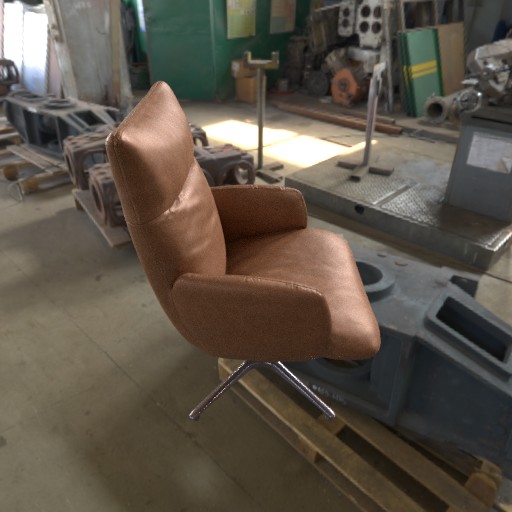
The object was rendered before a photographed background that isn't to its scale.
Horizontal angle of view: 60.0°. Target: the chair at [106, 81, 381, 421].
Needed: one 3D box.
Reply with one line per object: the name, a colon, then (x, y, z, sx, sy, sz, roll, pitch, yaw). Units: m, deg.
chair: (0.000, 0.000, 1.516, 0.794, 1.027, 0.711, 0, 32, 0)
